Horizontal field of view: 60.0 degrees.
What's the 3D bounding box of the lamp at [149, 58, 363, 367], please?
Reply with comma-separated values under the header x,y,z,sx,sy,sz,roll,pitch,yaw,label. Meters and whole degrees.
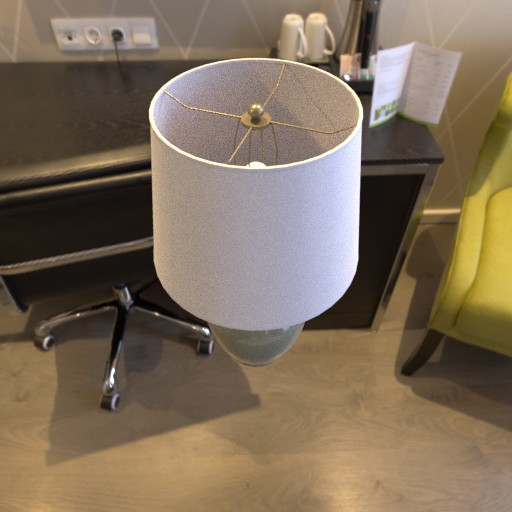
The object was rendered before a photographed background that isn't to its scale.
x,y,z,sx,sy,sz,roll,pitch,yaw,label
0.000,0.000,0.541,0.239,0.399,0.239,0,48,0,lamp
